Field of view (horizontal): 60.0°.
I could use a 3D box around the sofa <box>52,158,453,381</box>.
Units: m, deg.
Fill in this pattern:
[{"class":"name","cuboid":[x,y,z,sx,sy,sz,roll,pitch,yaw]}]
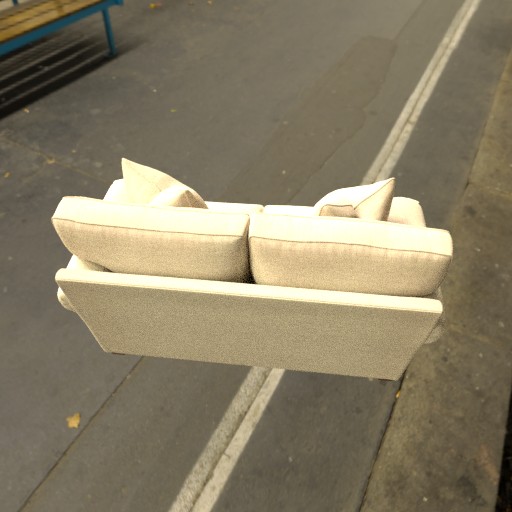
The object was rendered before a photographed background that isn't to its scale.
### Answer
[{"class":"sofa","cuboid":[0.000,0.000,2.252,1.701,0.966,0.966,5,47,4]}]
